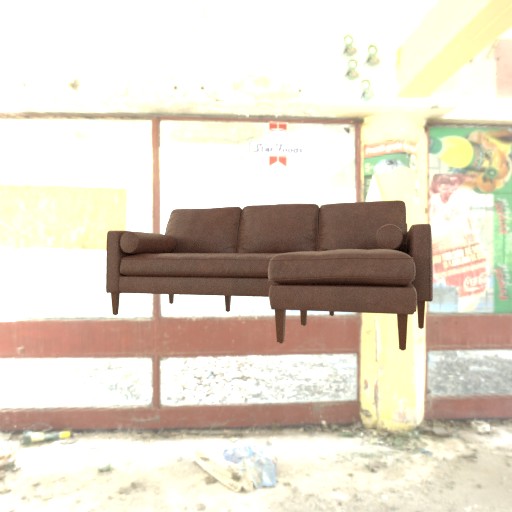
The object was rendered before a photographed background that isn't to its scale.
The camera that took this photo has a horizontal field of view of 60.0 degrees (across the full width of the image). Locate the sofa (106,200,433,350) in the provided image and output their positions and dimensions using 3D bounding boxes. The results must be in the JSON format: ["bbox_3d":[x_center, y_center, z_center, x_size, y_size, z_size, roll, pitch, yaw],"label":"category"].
[{"bbox_3d":[0.000,0.000,2.934,2.185,0.841,1.613,0,0,17],"label":"sofa"}]
